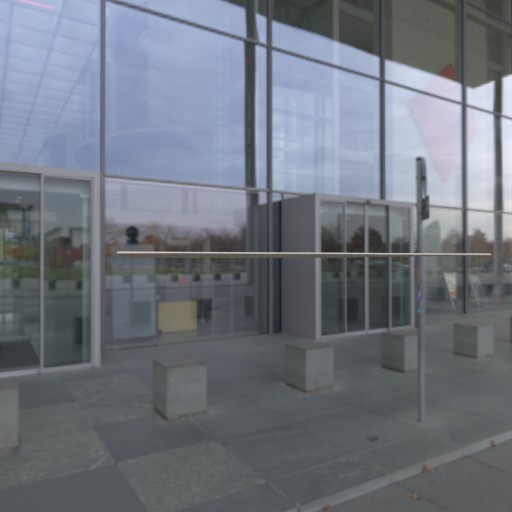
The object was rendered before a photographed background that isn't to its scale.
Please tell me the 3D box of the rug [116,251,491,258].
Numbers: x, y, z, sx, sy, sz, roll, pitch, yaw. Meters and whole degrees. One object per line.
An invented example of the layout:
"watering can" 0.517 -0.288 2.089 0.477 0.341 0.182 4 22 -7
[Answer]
"rug" 0.000 0.000 4.103 2.410 0.021 3.055 0 -1 -16
